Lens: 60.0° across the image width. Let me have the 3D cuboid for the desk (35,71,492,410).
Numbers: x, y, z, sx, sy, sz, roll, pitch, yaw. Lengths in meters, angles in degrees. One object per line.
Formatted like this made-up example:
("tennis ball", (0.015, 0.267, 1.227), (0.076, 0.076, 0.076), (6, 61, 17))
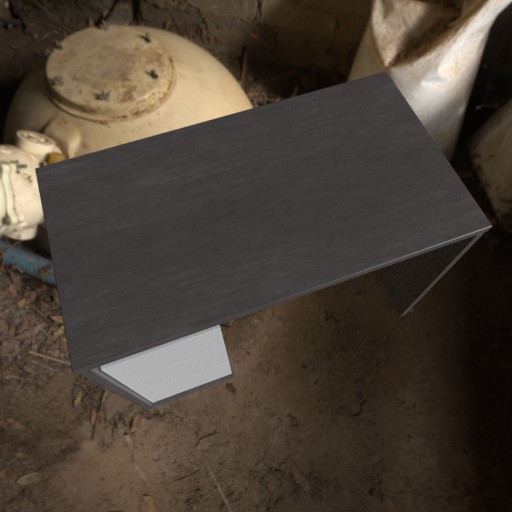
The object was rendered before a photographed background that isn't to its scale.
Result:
("desk", (0.000, 0.000, 1.539), (1.100, 0.750, 0.600), (-18, 66, -9))
